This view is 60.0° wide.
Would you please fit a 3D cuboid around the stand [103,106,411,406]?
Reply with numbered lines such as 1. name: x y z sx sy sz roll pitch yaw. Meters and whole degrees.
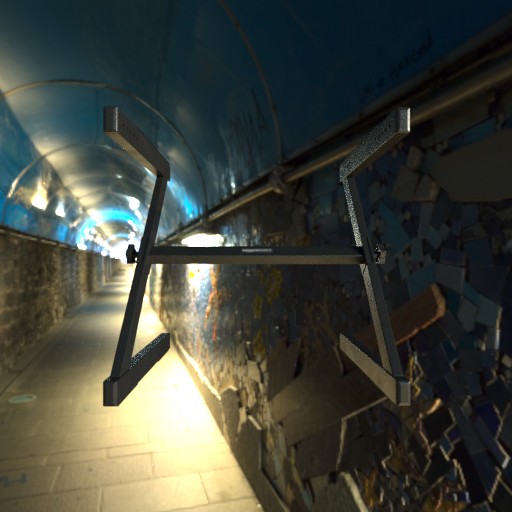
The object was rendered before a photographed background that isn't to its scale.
1. stand: 0.000 0.000 1.187 0.700 0.617 0.586 0 0 0
